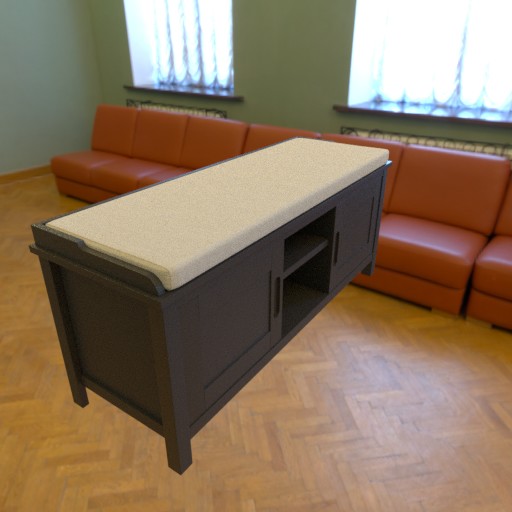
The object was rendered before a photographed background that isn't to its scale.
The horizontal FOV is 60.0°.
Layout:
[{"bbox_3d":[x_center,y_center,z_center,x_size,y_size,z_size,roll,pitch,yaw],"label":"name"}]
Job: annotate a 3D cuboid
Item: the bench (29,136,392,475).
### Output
[{"bbox_3d":[0.000,0.000,1.359,0.398,0.501,1.140,17,31,31],"label":"bench"}]
